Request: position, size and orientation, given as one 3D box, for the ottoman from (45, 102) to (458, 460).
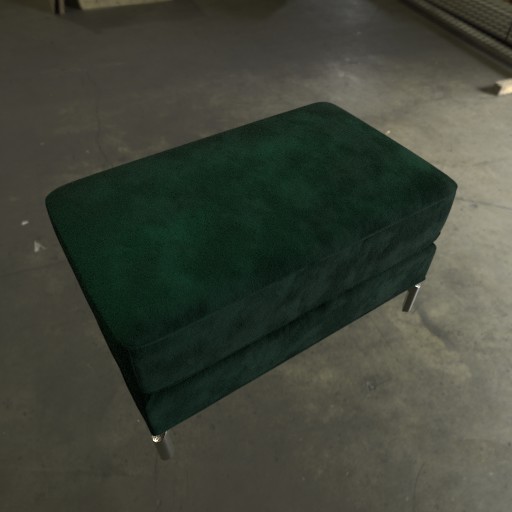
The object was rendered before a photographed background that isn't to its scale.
[{"bbox_3d":[0.000,0.000,1.217,0.886,0.533,0.536,-25,51,-22],"label":"ottoman"}]
